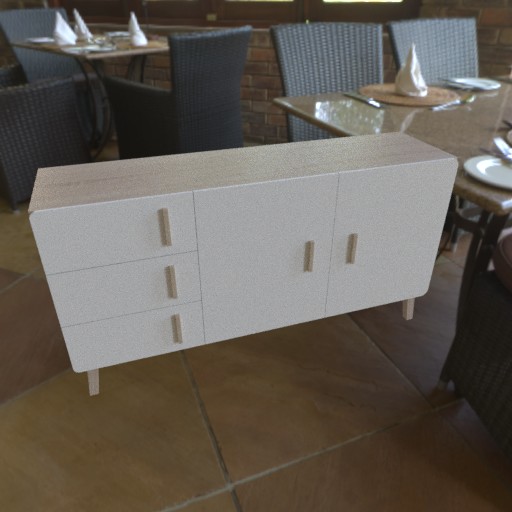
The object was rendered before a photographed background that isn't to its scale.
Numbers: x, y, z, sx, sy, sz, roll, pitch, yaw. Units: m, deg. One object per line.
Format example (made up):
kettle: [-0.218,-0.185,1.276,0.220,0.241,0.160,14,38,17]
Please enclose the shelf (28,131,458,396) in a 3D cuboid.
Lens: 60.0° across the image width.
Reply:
shelf: [0.000,0.000,1.808,1.490,0.780,0.400,-10,32,-16]
